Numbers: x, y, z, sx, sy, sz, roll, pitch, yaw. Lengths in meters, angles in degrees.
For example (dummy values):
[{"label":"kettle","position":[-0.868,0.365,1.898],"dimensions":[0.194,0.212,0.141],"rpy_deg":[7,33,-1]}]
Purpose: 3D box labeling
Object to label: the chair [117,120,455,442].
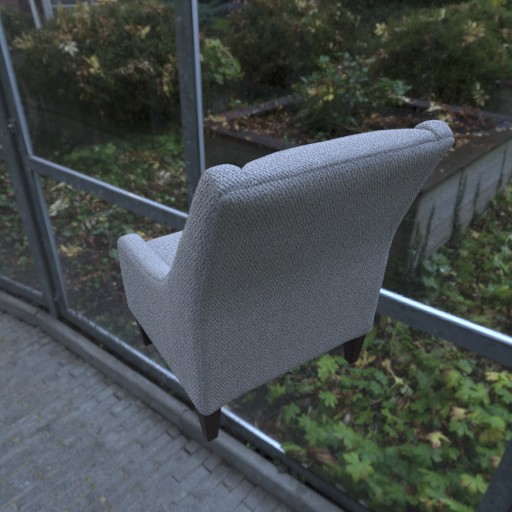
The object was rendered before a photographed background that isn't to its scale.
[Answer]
[{"label":"chair","position":[0.000,0.000,1.583],"dimensions":[0.774,1.014,0.870],"rpy_deg":[-19,36,-28]}]
